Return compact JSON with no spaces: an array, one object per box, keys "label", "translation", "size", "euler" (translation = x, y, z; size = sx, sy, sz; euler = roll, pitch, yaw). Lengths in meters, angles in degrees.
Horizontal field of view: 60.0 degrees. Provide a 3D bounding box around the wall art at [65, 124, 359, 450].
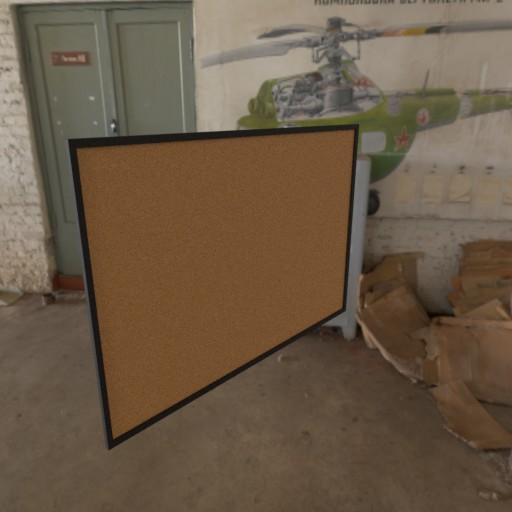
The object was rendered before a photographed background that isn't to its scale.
[{"label":"wall art","translation":[0.000,0.000,1.208],"size":[0.013,0.665,0.963],"euler":[17,25,40]}]
